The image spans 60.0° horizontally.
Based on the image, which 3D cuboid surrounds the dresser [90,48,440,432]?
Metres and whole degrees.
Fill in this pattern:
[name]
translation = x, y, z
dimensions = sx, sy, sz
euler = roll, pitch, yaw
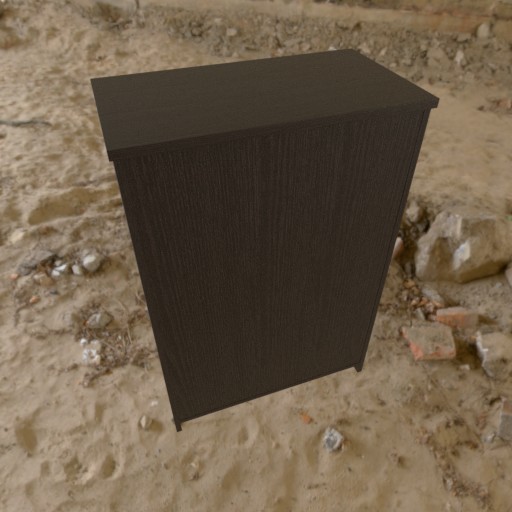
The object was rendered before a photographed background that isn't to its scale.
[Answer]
[dresser]
translation = 0.000, 0.000, 1.345
dimensions = 0.704, 1.020, 0.399
euler = -13, 43, -15
